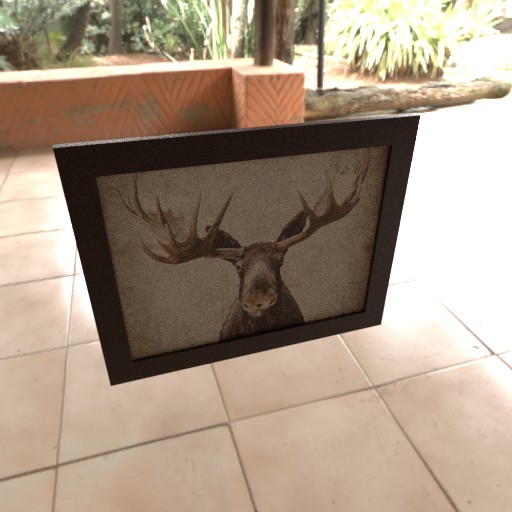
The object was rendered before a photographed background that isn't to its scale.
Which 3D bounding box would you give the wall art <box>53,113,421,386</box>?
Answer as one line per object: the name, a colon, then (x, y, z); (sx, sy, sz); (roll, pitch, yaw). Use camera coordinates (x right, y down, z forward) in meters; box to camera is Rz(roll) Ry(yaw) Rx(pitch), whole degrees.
wall art: (0.000, 0.000, 1.660); (1.207, 0.952, 0.034); (-9, 33, -15)
